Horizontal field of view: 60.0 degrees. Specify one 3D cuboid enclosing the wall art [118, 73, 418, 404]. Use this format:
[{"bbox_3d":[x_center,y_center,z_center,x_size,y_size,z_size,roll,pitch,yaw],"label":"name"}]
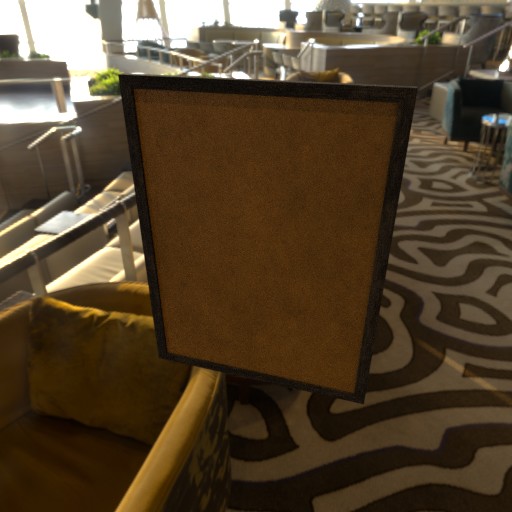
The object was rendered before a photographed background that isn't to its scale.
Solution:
[{"bbox_3d":[0.000,0.000,1.431,0.812,1.066,0.029,9,31,15],"label":"wall art"}]
